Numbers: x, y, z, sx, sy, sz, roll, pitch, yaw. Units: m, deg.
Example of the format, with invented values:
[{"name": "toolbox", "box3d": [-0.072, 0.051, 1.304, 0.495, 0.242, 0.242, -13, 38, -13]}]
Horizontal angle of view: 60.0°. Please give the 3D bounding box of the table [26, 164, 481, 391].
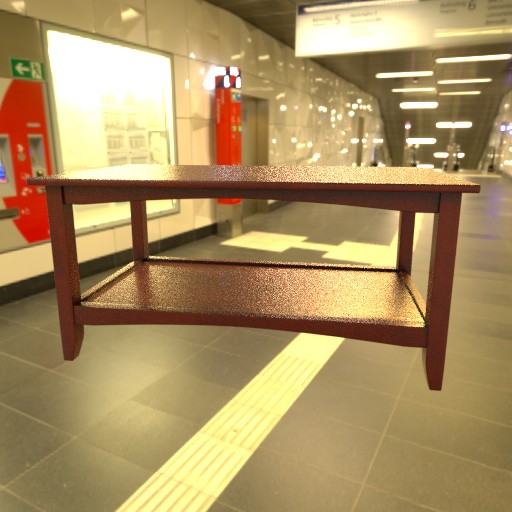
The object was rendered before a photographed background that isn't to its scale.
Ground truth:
[{"name": "table", "box3d": [0.000, 0.000, 1.217, 0.943, 0.456, 0.533, 2, 15, 9]}]
